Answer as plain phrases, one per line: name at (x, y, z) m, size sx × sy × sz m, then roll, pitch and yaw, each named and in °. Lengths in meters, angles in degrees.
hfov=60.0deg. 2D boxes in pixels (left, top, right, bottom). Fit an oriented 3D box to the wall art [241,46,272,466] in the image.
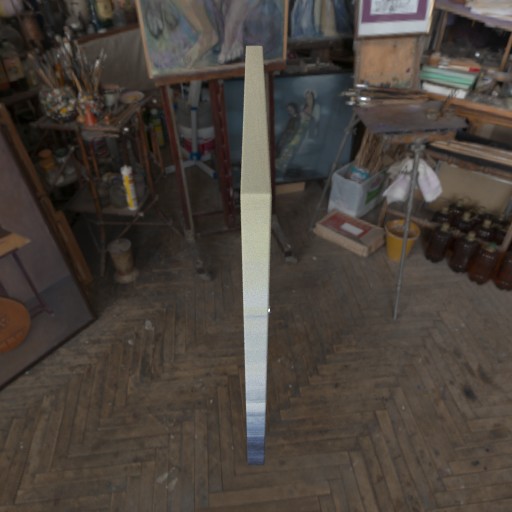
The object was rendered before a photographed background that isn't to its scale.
wall art at (0.000, 0.000, 0.983) m, size 0.041 × 0.710 × 0.608 m, roll 0°, pitch 41°, yaw 0°
